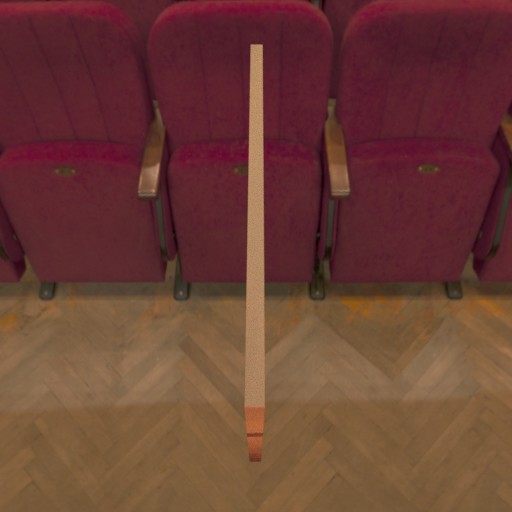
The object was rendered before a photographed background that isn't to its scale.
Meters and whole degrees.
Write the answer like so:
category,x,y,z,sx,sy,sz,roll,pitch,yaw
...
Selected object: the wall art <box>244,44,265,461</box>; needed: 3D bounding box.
category,x,y,z,sx,sy,sz,roll,pitch,yaw
wall art,0.000,0.000,0.785,0.021,0.410,0.615,0,58,0
